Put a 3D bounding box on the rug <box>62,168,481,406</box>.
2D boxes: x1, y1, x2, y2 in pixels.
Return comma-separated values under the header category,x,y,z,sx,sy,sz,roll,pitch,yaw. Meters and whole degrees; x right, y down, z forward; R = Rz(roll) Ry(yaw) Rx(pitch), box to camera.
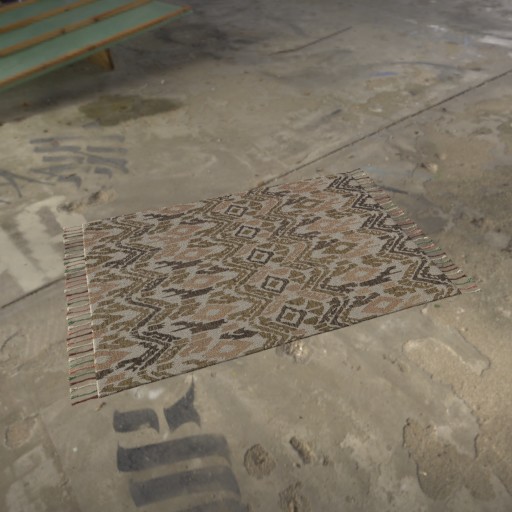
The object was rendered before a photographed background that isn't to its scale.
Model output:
category,x,y,z,sx,sy,sz,roll,pitch,yaw
rug,0.000,0.000,2.962,2.438,0.008,1.524,-13,44,-14
